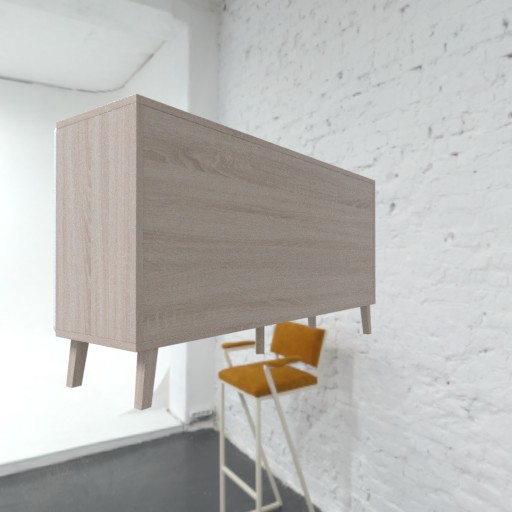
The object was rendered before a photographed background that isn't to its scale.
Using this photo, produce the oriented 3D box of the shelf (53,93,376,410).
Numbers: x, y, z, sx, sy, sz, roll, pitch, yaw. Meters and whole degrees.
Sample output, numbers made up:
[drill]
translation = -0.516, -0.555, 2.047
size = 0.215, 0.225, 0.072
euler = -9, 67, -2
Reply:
[shelf]
translation = 0.000, 0.000, 1.790
size = 0.400, 0.780, 1.490
euler = 0, -1, 37
